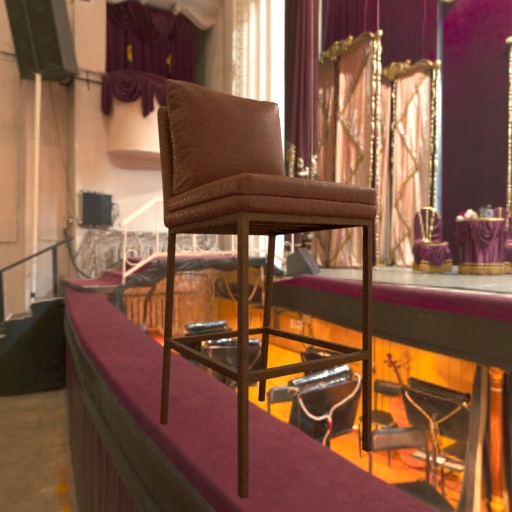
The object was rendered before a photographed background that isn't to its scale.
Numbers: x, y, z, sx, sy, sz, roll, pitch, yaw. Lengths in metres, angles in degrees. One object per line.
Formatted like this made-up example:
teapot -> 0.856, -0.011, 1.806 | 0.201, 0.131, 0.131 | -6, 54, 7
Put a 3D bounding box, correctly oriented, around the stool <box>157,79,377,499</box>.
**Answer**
stool -> 0.000, 0.000, 1.375 | 0.463, 1.124, 0.571 | -1, 1, -34
